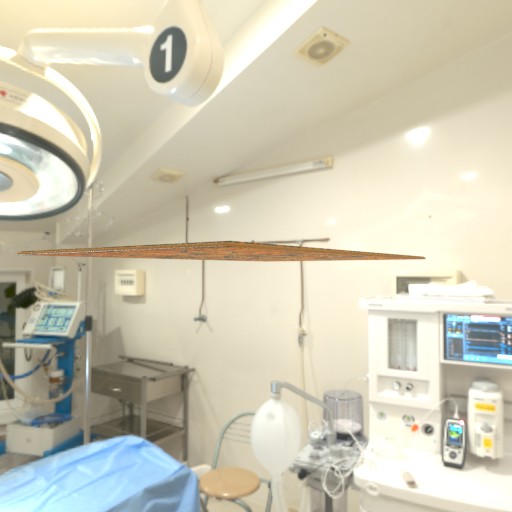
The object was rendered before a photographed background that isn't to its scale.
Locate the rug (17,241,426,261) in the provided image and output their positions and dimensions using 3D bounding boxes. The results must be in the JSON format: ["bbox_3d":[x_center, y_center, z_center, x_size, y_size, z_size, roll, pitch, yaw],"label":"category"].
[{"bbox_3d":[0.000,0.000,1.071,0.557,0.008,0.863,-1,-2,36],"label":"rug"}]
